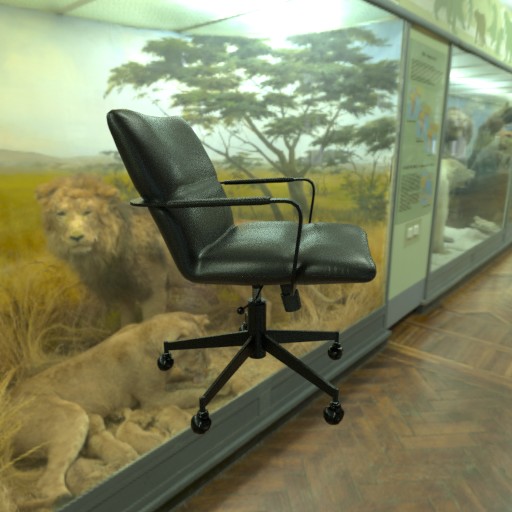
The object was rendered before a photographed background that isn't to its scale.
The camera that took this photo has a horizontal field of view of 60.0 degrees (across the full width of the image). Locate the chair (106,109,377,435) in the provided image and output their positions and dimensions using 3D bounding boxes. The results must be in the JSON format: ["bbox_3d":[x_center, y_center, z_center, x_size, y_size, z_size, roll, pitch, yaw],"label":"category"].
[{"bbox_3d":[0.000,0.000,1.485,0.748,0.922,0.719,3,15,10],"label":"chair"}]
